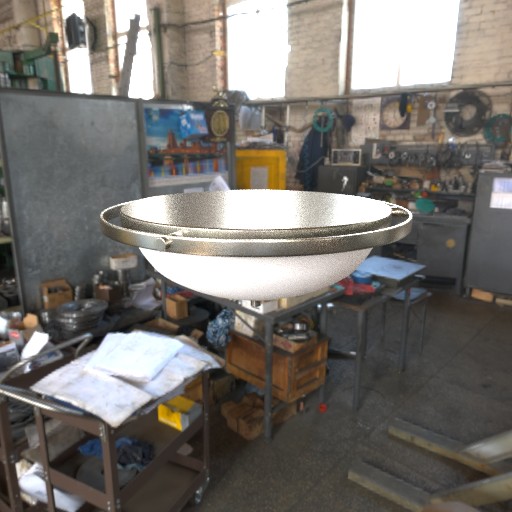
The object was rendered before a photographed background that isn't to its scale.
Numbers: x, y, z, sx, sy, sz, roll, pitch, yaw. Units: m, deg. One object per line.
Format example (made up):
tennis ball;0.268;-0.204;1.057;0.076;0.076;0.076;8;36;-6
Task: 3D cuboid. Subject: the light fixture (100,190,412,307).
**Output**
light fixture;0.000;0.000;0.555;0.361;0.130;0.361;0;15;0
